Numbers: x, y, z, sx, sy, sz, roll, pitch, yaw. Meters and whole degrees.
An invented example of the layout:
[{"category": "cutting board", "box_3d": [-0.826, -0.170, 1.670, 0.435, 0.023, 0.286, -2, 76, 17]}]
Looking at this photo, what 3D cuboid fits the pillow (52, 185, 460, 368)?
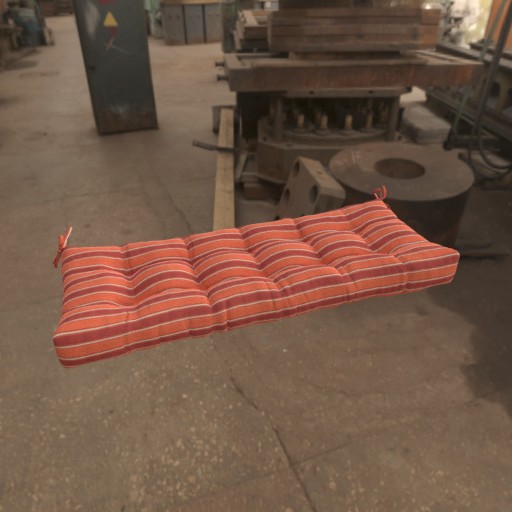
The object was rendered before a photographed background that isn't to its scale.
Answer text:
[{"category": "pillow", "box_3d": [0.000, 0.000, 1.357, 1.194, 0.174, 0.511, -10, 33, -16]}]
